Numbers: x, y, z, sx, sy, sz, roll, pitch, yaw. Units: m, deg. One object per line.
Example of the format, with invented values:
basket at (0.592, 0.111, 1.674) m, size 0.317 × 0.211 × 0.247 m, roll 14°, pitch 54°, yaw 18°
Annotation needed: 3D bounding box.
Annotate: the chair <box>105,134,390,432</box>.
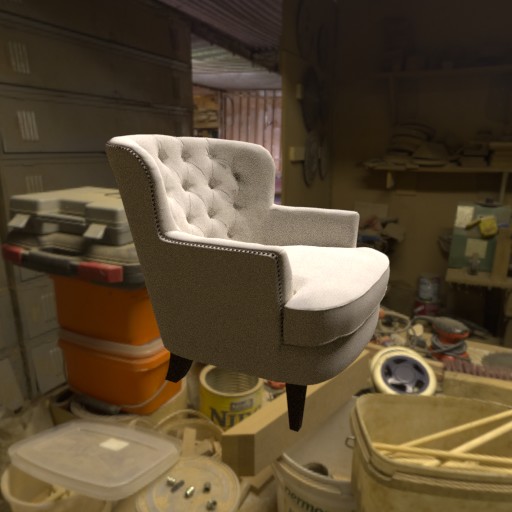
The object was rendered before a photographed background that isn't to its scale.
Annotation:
chair at (0.000, 0.000, 1.631) m, size 0.906 × 0.868 × 0.848 m, roll 7°, pitch 16°, yaw 27°
